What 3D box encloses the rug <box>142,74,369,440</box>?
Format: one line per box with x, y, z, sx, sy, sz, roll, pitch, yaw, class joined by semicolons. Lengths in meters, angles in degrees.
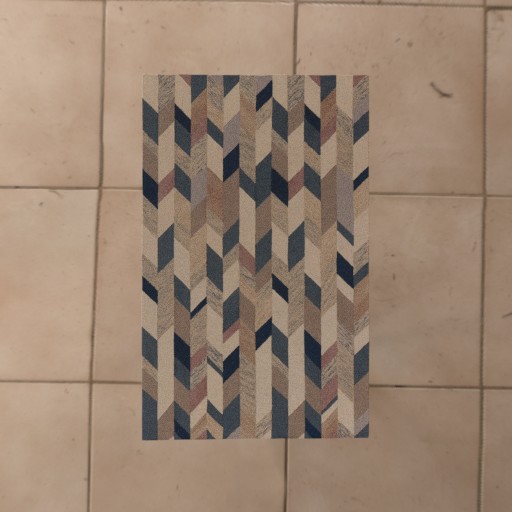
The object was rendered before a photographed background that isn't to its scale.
0.000;0.000;2.942;1.513;0.008;2.423;0;89;-1;rug
